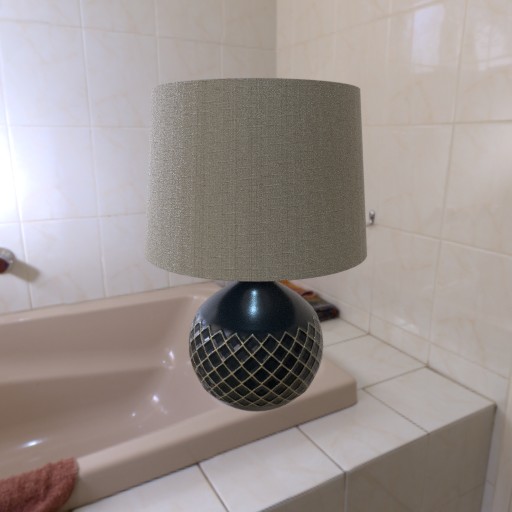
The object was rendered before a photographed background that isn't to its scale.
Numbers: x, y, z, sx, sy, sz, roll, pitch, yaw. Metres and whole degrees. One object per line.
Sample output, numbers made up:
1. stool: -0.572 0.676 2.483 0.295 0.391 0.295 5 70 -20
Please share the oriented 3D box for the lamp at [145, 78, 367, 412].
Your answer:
1. lamp: 0.000 0.000 0.774 0.376 0.540 0.376 0 15 0
